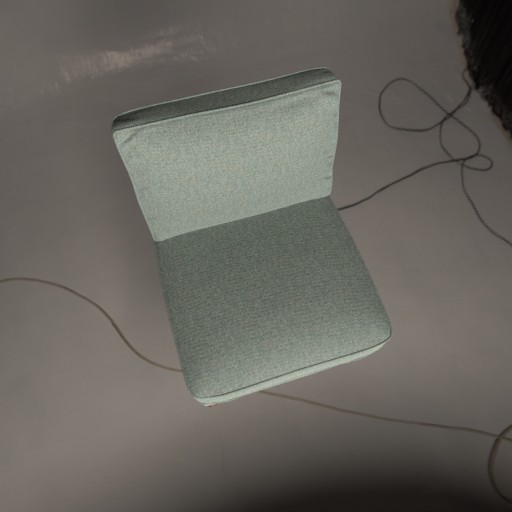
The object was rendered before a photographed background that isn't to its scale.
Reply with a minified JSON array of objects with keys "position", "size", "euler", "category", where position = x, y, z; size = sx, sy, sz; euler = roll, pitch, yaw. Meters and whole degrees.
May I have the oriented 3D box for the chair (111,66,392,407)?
[{"position":[0.000,0.000,1.423],"size":[0.624,0.901,0.796],"euler":[-15,64,-8],"category":"chair"}]
